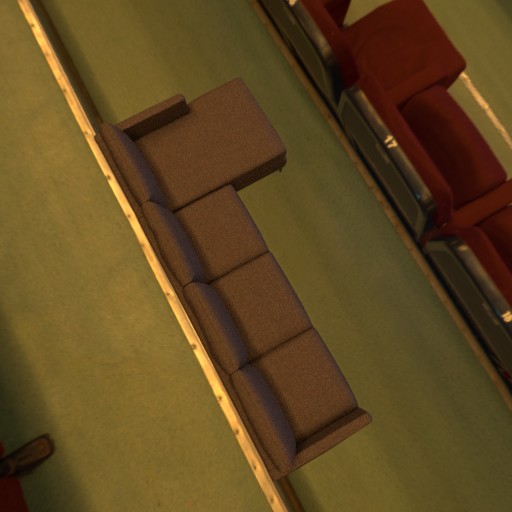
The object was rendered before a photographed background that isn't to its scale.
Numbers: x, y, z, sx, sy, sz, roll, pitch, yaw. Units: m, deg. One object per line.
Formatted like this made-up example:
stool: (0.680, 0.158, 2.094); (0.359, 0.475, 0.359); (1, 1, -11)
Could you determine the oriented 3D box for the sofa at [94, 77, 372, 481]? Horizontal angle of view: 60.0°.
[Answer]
sofa: (0.000, 0.000, 3.810); (1.483, 0.892, 3.221); (-29, 79, -6)
